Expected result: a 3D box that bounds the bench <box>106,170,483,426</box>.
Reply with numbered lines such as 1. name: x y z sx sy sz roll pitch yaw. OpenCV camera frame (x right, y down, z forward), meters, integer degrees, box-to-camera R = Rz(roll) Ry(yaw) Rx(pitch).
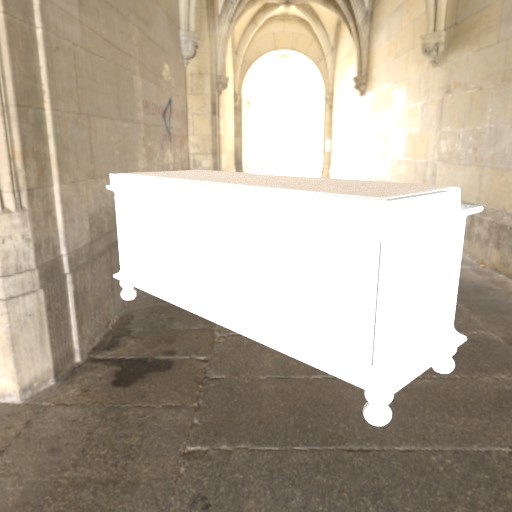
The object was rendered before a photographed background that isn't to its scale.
1. bench: 0.000 0.000 1.408 0.402 0.486 1.185 -13 19 -42
